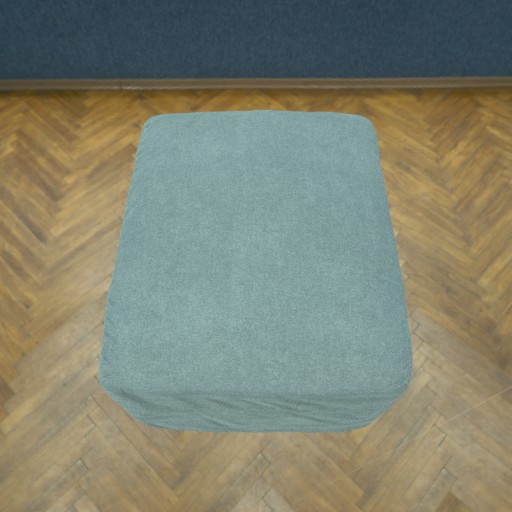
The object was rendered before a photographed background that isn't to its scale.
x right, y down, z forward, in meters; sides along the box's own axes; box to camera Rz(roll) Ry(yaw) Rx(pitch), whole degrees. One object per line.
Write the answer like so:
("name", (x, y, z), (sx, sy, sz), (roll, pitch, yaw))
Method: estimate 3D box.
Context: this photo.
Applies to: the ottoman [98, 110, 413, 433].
("ottoman", (0.000, 0.000, 1.217), (0.683, 0.481, 0.837), (0, 59, 0))
